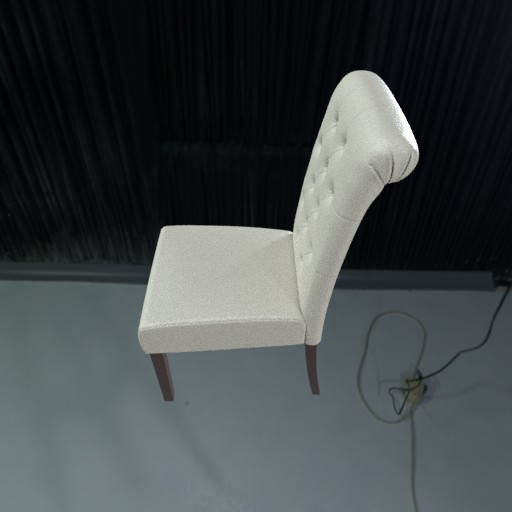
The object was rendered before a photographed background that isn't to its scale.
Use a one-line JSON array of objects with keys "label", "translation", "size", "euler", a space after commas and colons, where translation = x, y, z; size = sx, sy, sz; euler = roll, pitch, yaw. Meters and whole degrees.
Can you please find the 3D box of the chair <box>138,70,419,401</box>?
[{"label": "chair", "translation": [0.000, 0.000, 1.353], "size": [0.671, 1.006, 0.456], "euler": [0, 43, 0]}]
